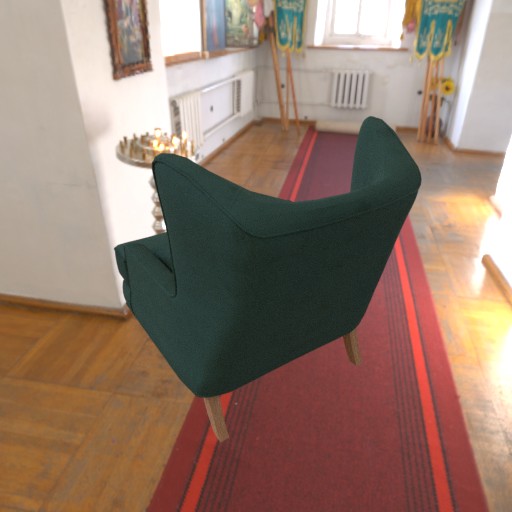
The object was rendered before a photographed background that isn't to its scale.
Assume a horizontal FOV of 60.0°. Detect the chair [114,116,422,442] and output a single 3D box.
[{"bbox_3d":[0.000,0.000,1.610,0.793,0.952,0.910,-19,35,-29],"label":"chair"}]
